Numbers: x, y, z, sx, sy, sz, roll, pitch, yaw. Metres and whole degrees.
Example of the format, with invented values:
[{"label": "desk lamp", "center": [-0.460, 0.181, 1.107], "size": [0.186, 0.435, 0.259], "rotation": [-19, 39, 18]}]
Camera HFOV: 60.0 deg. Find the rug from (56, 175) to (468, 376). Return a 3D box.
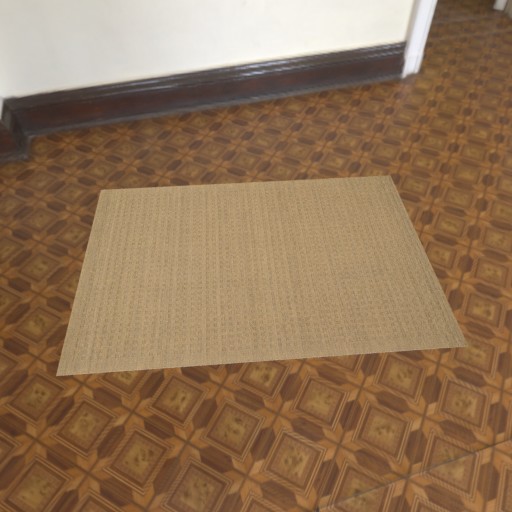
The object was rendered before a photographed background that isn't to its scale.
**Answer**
[{"label": "rug", "center": [0.000, 0.000, 3.765], "size": [2.895, 0.006, 1.981], "rotation": [-3, 48, -3]}]
